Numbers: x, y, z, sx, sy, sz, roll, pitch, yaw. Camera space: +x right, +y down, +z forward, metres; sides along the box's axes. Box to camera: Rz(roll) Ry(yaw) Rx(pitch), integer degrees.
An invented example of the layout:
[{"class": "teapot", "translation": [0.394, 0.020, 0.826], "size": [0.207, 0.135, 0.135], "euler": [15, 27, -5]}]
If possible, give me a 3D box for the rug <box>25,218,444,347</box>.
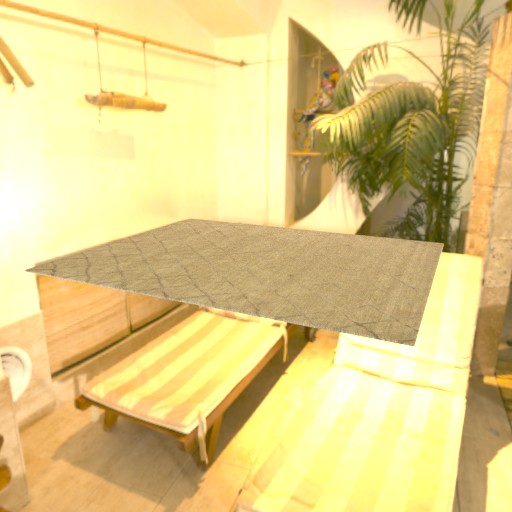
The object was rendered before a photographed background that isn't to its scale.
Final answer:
[{"class": "rug", "translation": [0.000, 0.000, 4.044], "size": [3.038, 0.019, 2.420], "euler": [7, 18, 25]}]
